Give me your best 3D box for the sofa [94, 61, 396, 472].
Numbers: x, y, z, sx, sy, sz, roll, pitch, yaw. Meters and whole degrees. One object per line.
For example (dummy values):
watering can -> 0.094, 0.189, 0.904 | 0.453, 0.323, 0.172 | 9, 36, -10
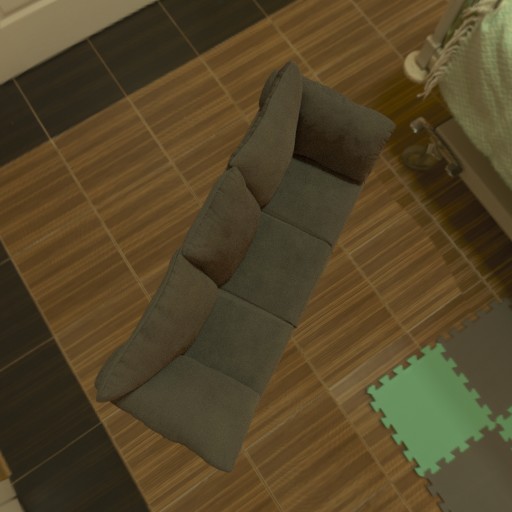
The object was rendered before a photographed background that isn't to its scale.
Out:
sofa -> 0.000, 0.000, 2.821 | 0.878, 1.073, 2.336 | 26, 77, 6
